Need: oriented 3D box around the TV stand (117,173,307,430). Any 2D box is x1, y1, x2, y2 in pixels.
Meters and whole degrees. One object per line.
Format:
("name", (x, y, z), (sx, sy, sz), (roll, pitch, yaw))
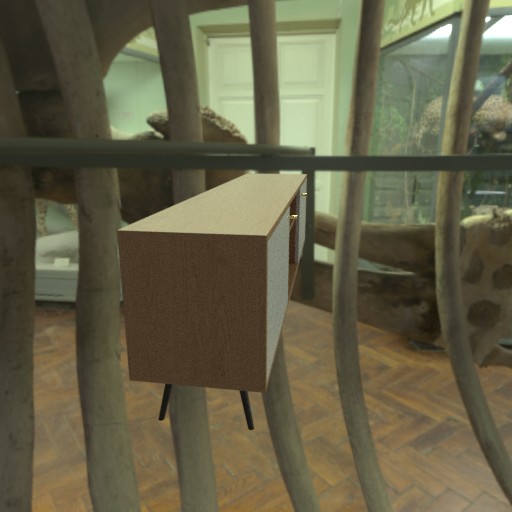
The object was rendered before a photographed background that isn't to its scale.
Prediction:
("TV stand", (0.000, 0.000, 1.968), (0.400, 0.580, 1.760), (2, 15, 9))
